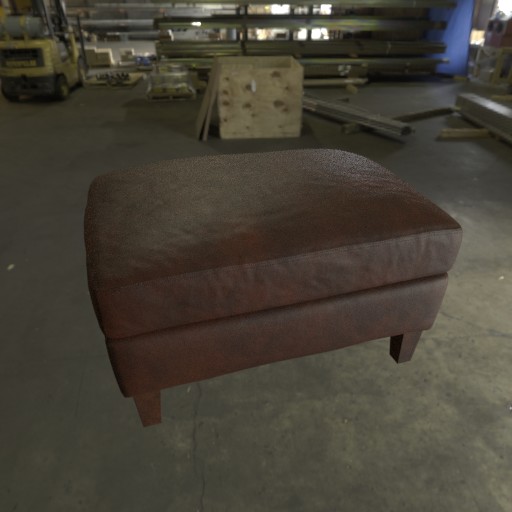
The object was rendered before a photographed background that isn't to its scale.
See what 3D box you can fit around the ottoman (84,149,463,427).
[{"bbox_3d":[0.000,0.000,1.285,0.887,0.527,0.659,-9,32,-15],"label":"ottoman"}]
